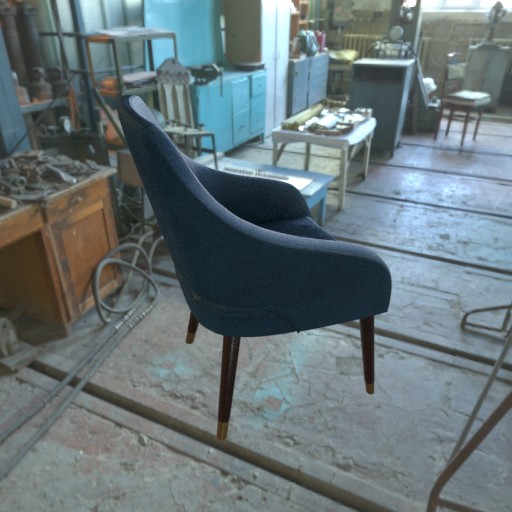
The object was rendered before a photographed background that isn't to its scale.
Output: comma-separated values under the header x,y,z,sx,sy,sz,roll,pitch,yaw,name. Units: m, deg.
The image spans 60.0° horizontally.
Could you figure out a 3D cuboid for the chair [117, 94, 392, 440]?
x,y,z,sx,sy,sz,roll,pitch,yaw,name
0.000,0.000,1.572,0.794,1.081,0.683,-10,31,-17,chair
